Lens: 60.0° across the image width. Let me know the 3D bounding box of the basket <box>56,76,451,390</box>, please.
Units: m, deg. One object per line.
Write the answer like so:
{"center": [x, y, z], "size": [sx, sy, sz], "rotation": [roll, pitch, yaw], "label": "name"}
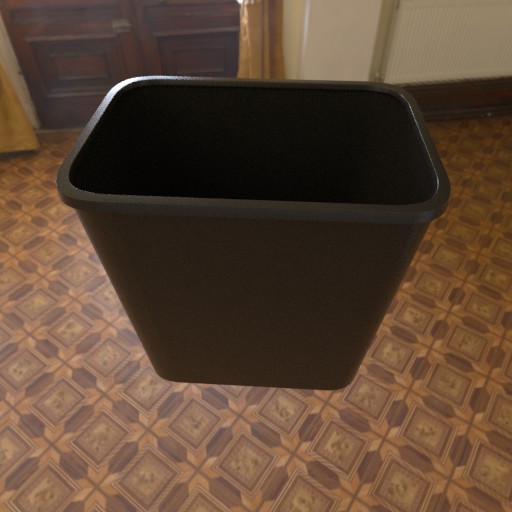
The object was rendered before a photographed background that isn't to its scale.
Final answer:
{"center": [0.000, 0.000, 0.490], "size": [0.300, 0.307, 0.211], "rotation": [2, 45, 2], "label": "basket"}
